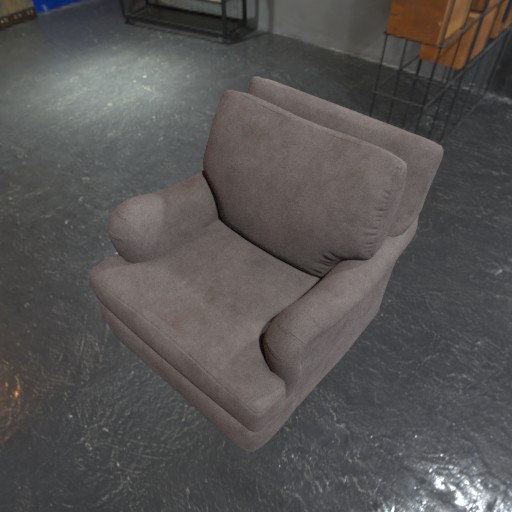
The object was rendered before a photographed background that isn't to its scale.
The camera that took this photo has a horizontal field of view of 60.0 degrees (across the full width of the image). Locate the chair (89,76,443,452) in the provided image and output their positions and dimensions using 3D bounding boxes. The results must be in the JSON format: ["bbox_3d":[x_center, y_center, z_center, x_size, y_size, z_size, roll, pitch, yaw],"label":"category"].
[{"bbox_3d":[0.000,0.000,1.811,0.955,0.997,1.070,32,54,27],"label":"chair"}]
